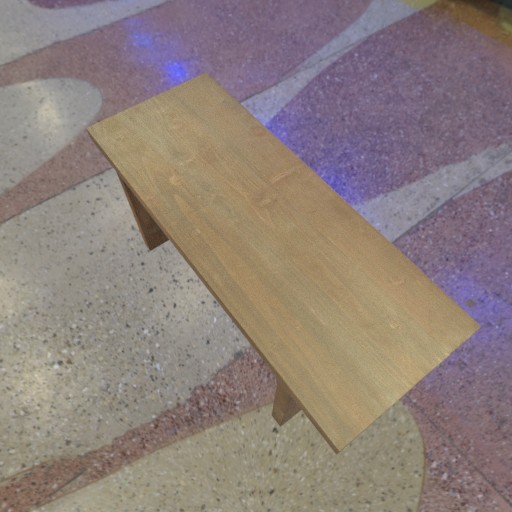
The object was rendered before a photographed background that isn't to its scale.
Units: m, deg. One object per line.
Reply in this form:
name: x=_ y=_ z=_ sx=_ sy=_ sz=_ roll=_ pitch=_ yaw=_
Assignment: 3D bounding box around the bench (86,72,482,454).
bench: x=0.000 y=0.000 z=1.426 sx=0.458 sy=0.458 sz=1.183 roll=-33 pitch=64 yaw=-18
